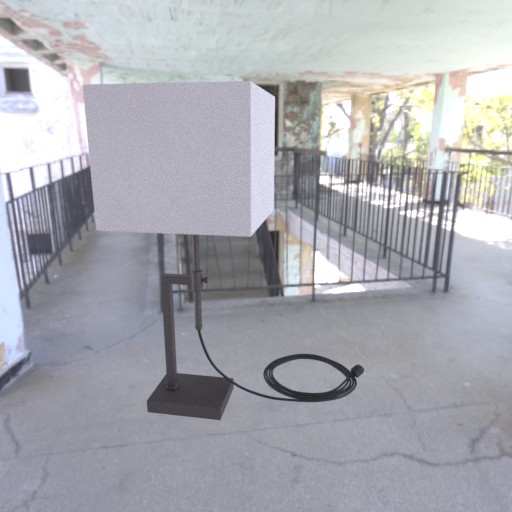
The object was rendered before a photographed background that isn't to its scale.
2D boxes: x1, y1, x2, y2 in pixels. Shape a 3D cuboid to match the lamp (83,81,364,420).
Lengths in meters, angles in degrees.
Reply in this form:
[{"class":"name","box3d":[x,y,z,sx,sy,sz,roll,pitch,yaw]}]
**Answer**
[{"class":"lamp","box3d":[0.000,0.000,0.954,0.504,0.660,0.399,3,15,10]}]
